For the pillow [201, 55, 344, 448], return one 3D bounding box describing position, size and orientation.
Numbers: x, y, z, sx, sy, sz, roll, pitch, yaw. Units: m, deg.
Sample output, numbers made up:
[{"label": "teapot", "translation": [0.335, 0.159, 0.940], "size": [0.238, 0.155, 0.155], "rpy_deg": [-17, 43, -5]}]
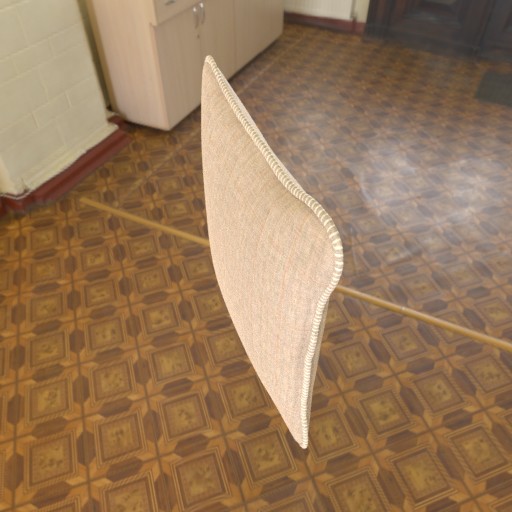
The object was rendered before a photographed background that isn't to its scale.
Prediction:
[{"label": "pillow", "translation": [0.000, 0.000, 0.737], "size": [0.124, 0.494, 0.485], "rpy_deg": [-14, 47, -14]}]
